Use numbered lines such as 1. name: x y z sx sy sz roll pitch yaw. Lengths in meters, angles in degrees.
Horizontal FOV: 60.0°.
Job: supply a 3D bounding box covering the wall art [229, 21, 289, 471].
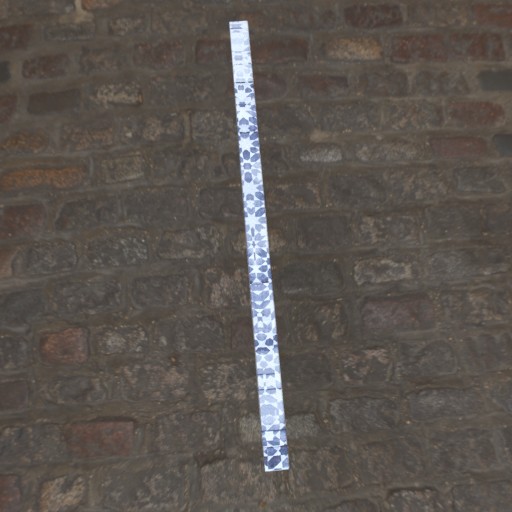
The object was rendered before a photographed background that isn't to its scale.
1. wall art: 0.000 0.000 0.766 0.030 0.406 0.608 -4 75 -1
